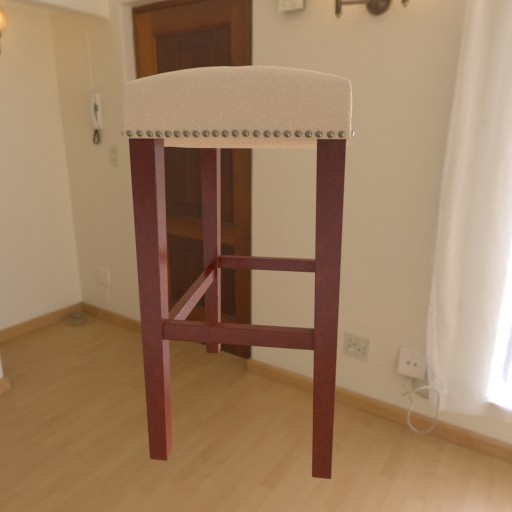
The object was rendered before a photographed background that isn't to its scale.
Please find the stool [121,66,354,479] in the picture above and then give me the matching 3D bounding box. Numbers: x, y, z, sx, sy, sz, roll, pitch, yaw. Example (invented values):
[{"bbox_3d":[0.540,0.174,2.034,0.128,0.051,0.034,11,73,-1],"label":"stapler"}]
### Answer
[{"bbox_3d":[0.000,0.000,0.999,0.372,0.742,0.504,2,16,8],"label":"stool"}]
